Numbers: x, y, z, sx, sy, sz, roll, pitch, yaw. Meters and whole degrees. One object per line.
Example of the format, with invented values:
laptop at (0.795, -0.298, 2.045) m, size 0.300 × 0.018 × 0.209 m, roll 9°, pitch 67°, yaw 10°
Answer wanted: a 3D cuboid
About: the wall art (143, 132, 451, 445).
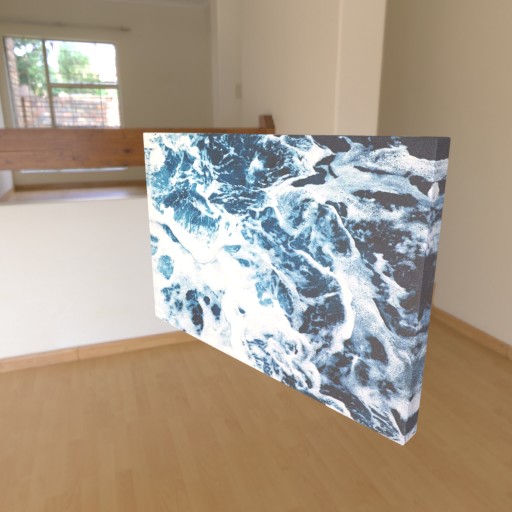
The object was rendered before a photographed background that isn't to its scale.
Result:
wall art at (0.000, 0.000, 0.767) m, size 0.609 × 0.407 × 0.043 m, roll 16°, pitch 22°, yaw 43°
